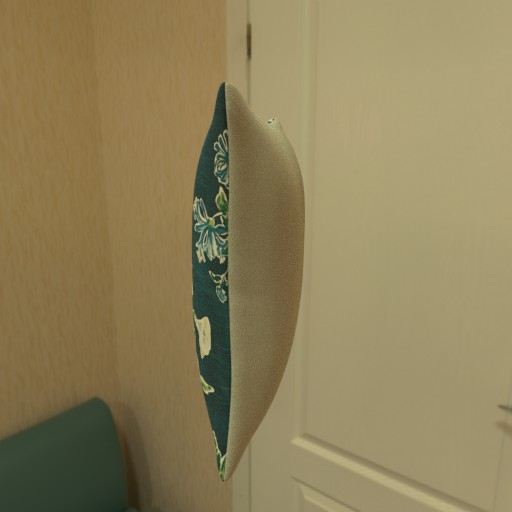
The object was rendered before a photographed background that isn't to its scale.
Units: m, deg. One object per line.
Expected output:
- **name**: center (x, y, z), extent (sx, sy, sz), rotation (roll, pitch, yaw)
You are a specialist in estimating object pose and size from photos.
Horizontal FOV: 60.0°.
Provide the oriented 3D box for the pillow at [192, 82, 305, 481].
- **pillow**: center (0.000, 0.000, 0.789), extent (0.166, 0.508, 0.525), rotation (2, 13, 8)
